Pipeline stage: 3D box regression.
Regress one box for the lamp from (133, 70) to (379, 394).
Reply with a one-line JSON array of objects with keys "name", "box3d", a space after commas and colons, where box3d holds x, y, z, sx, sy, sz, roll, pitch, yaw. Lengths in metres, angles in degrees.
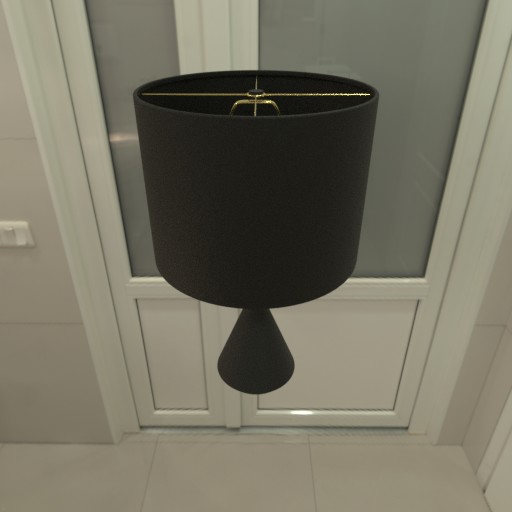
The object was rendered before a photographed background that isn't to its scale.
[{"name": "lamp", "box3d": [0.000, 0.000, 0.811, 0.359, 0.584, 0.359, 0, 31, 0]}]
